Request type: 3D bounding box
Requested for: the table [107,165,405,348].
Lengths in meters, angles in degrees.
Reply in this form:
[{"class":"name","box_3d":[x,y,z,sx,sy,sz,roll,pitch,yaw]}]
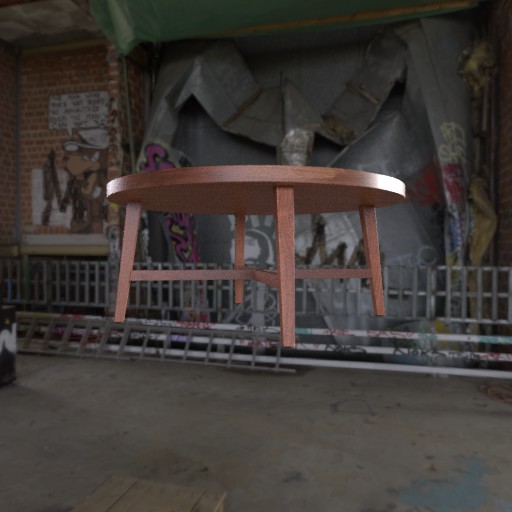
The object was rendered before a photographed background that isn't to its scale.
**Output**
[{"class":"table","box_3d":[0.000,0.000,1.256,0.800,0.360,0.800,0,1,0]}]
